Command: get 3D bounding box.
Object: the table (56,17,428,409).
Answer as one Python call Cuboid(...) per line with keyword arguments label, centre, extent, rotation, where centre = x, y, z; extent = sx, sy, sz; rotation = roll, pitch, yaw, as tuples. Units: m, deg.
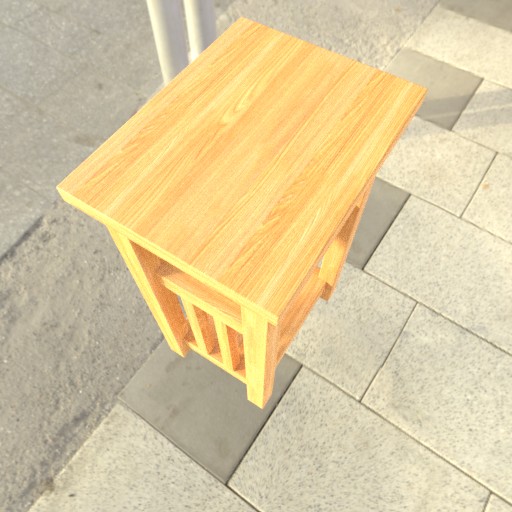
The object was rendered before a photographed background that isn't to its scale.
Cuboid(label="table", centre=(0.000, 0.000, 0.735), extent=(0.270, 0.550, 0.350), rotation=(29, 64, 15))
